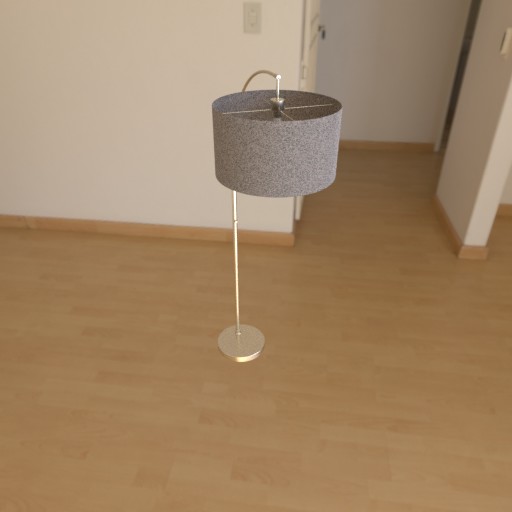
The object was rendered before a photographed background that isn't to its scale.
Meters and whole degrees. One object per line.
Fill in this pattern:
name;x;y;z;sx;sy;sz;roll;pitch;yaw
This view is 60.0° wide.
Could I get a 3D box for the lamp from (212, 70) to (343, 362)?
lamp;0.000;0.000;2.153;0.452;1.735;0.934;-10;33;-15
